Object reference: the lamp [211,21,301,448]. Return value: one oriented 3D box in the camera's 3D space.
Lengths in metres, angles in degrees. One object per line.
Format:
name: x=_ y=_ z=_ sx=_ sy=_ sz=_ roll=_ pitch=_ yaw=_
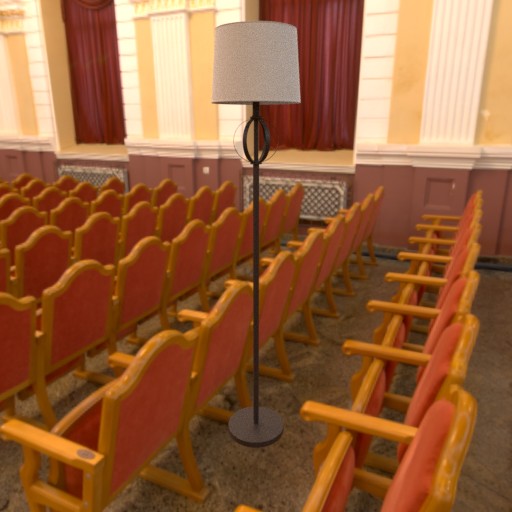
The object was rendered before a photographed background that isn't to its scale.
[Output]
lamp: x=0.000 y=0.000 z=1.583 sx=0.286 sy=1.462 sz=0.286 roll=8 pitch=19 yaw=25
